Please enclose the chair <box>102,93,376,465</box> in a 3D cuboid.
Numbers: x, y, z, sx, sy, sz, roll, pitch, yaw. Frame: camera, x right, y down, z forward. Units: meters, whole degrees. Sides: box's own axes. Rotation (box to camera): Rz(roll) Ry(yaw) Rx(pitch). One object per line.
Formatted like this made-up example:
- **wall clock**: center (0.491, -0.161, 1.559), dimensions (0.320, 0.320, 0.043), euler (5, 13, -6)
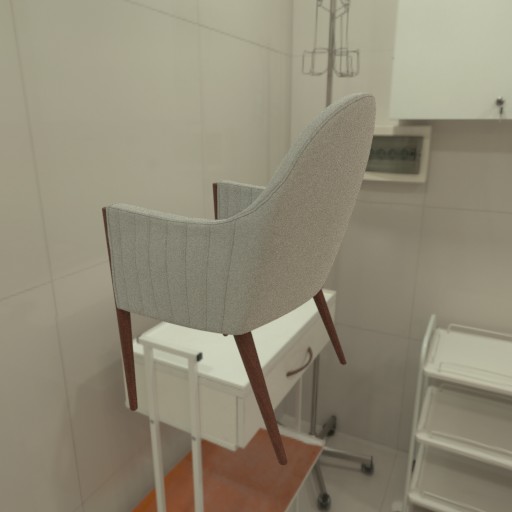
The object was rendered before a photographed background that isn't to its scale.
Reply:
- **chair**: center (0.000, 0.000, 1.308), dimensions (0.620, 0.889, 0.610), euler (8, 19, 26)
